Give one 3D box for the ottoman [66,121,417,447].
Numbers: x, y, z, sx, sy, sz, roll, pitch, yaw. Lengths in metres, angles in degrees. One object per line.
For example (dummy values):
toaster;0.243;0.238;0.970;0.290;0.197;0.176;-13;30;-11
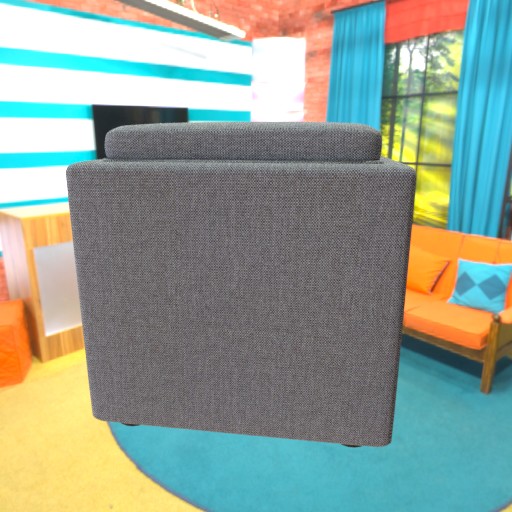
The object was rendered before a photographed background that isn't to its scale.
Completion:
ottoman;0.000;0.000;0.801;0.450;0.460;0.450;2;15;8
